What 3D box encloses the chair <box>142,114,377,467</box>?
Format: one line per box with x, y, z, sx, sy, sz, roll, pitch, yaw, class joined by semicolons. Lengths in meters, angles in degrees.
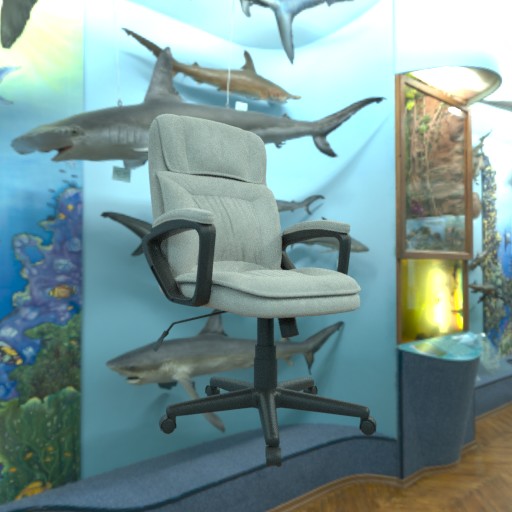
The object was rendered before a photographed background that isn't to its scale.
0.000;0.000;1.535;0.667;1.105;0.724;1;-2;-37;chair
